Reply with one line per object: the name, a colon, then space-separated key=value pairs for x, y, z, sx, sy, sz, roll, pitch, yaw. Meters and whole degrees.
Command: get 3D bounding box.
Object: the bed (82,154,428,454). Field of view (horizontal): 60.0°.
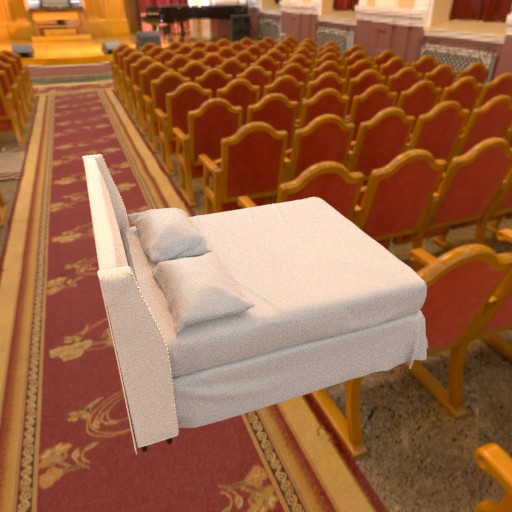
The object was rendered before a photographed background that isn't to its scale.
bed: x=0.000 y=0.000 z=3.452 sx=2.276 sy=1.332 sz=1.925 roll=-11 pitch=33 yaw=-18
